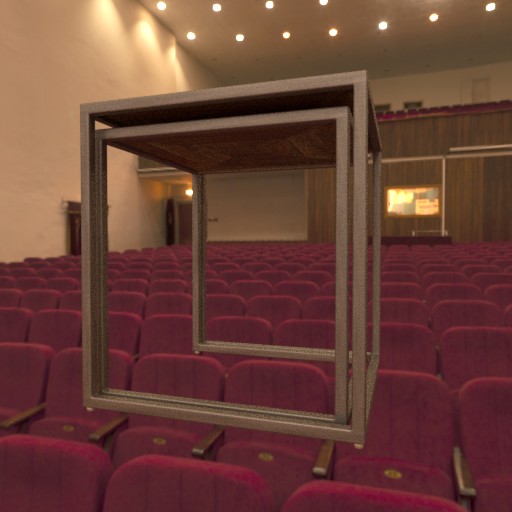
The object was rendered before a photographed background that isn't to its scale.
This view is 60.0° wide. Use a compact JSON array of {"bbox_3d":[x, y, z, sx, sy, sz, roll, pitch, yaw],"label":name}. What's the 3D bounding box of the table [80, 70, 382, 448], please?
[{"bbox_3d":[0.000,0.000,0.860,0.449,0.500,0.450,0,1,18],"label":"table"}]
